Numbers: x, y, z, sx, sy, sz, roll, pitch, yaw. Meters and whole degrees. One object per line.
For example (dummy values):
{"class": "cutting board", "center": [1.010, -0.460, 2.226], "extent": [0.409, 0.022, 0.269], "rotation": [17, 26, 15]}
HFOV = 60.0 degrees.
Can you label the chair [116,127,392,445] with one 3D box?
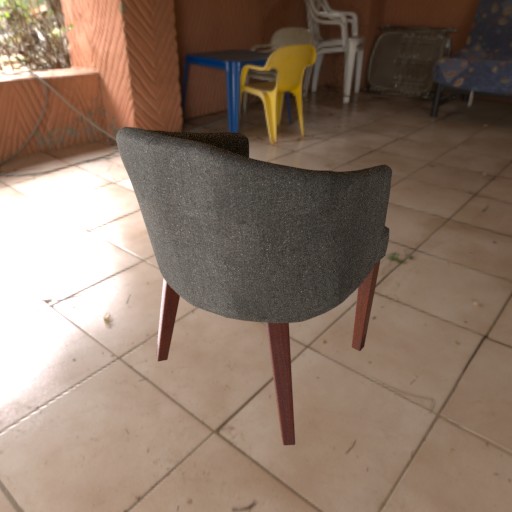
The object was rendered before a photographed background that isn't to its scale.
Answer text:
{"class": "chair", "center": [0.000, 0.000, 1.263], "extent": [0.583, 0.811, 0.655], "rotation": [22, 37, 33]}
